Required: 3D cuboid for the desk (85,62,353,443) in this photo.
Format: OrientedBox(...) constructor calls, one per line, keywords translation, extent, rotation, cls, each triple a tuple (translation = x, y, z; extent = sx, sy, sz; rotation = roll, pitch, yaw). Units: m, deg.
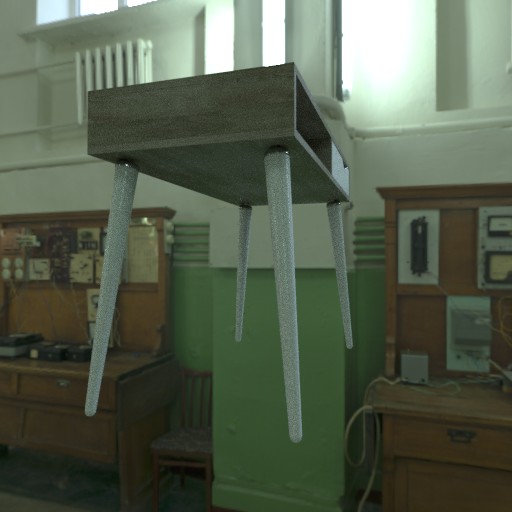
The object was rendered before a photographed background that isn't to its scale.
OrientedBox(translation=(0.000, 0.000, 1.374), extent=(0.491, 0.723, 0.979), rotation=(0, -1, 18), cls="desk")
